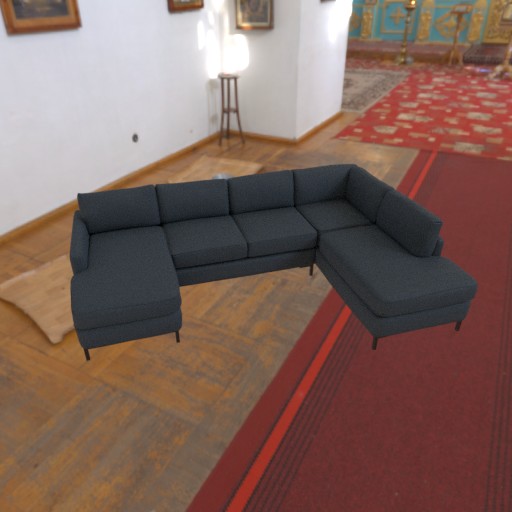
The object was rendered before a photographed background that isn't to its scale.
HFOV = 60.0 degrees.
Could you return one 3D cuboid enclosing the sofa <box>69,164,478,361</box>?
[{"bbox_3d":[0.000,0.000,3.785,2.975,0.858,1.984,-9,32,-15],"label":"sofa"}]
